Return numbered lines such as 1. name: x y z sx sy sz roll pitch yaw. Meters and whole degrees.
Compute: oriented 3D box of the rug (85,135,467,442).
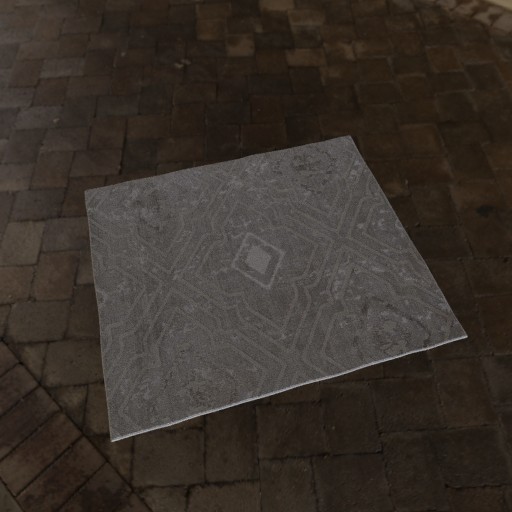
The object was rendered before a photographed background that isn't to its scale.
1. rug: 0.000 0.000 0.894 0.639 0.006 0.548 -14 58 -9
